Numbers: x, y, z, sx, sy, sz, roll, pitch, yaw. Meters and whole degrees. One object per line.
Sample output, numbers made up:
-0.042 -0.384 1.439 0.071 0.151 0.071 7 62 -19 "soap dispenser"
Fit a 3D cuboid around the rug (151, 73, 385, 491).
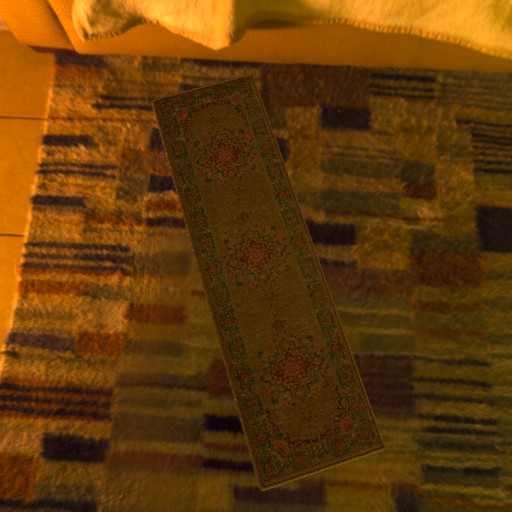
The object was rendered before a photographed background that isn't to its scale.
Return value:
0.000 0.000 2.478 0.659 0.019 2.297 -16 75 -4 "rug"
